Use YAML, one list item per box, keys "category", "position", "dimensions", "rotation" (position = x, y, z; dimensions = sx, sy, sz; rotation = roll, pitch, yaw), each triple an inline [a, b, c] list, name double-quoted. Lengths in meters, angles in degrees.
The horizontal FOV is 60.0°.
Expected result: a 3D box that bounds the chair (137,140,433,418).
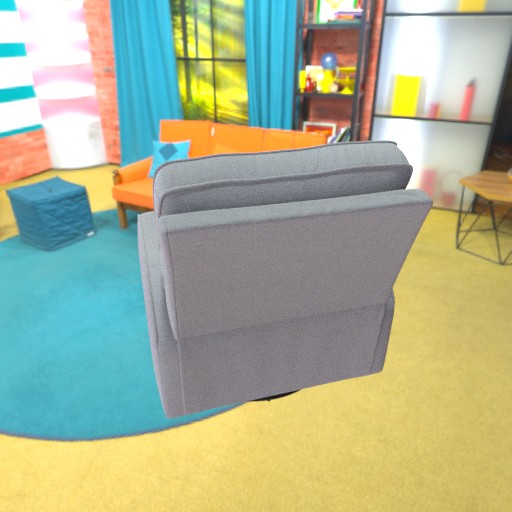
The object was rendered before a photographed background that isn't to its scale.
- category: "chair"
  position: [0.000, 0.000, 1.696]
  dimensions: [0.861, 0.964, 0.969]
  rotation: [-8, 28, -14]
